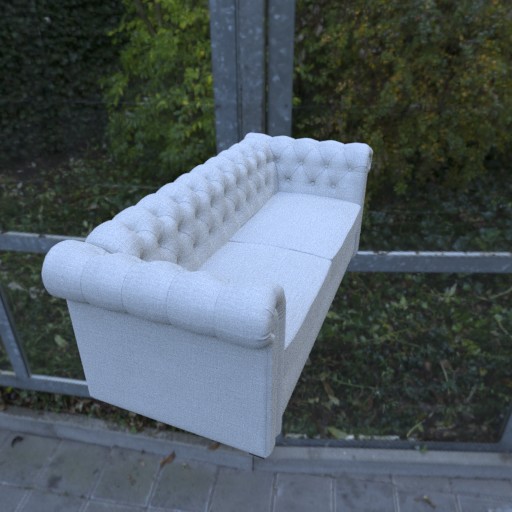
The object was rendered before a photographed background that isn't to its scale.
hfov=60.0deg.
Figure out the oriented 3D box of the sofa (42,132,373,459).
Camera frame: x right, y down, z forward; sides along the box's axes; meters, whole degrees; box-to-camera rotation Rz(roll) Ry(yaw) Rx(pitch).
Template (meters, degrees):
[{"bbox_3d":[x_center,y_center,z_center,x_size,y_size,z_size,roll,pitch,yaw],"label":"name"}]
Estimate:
[{"bbox_3d":[0.000,0.000,2.168,0.783,0.797,1.798,11,31,19],"label":"sofa"}]
